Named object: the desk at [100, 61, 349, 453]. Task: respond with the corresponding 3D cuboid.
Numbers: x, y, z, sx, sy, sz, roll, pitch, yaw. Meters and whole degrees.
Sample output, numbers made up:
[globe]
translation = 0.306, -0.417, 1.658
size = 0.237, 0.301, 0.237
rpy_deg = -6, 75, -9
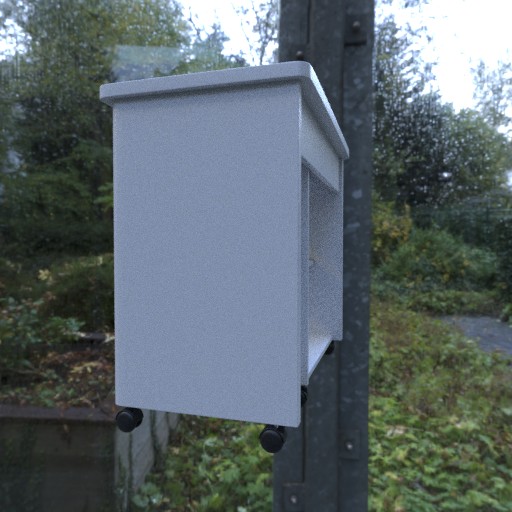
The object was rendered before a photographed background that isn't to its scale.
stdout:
[desk]
translation = 0.000, 0.000, 1.325
size = 0.475, 0.763, 0.877
rpy_deg = 0, 2, 17
